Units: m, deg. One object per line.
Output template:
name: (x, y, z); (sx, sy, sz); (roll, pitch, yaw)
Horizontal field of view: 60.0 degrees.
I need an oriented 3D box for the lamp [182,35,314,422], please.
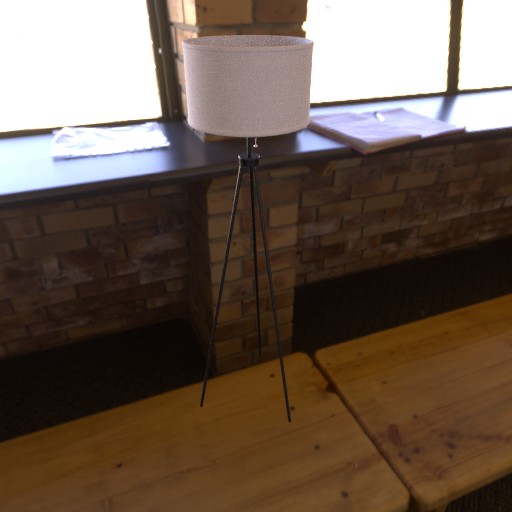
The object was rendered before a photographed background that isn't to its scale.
lamp: (0.000, 0.000, 1.761); (0.458, 1.545, 0.448); (20, 36, 30)
